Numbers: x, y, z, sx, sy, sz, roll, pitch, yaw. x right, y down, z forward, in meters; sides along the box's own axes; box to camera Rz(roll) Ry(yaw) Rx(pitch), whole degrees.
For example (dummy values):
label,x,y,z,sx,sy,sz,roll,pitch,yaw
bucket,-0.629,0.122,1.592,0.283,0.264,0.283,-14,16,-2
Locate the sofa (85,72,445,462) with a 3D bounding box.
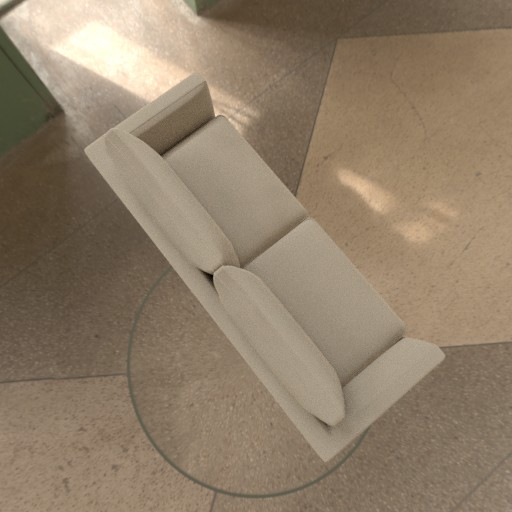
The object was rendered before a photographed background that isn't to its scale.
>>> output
label,x,y,z,sx,sy,sz,roll,pitch,yaw
sofa,0.000,0.000,2.713,0.868,1.005,2.214,-38,80,-8
